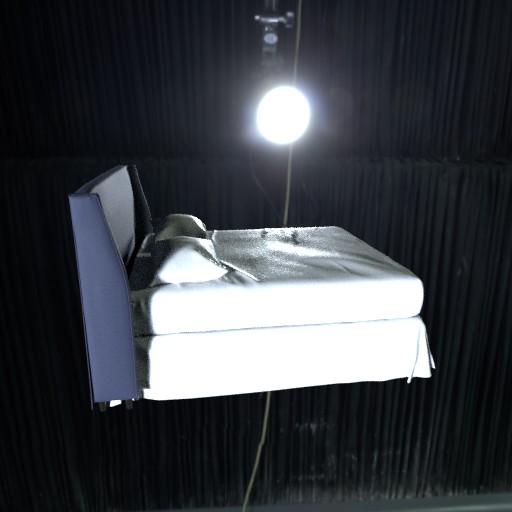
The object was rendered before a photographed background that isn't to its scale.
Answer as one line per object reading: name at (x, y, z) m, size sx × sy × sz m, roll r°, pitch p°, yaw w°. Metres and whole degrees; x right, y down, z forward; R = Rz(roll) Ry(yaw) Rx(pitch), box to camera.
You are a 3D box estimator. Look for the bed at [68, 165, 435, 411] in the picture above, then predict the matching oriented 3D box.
bed at (0.000, 0.000, 3.514) m, size 2.276 × 1.332 × 1.925 m, roll -3°, pitch 16°, yaw -9°
